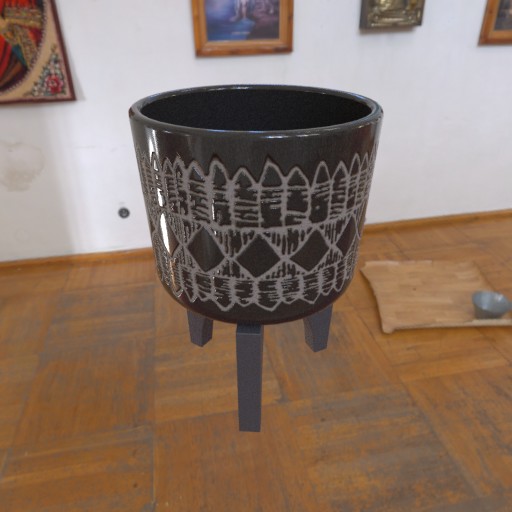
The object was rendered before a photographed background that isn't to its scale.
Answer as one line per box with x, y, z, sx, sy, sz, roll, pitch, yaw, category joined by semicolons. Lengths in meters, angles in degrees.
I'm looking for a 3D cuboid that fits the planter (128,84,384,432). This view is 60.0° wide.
0.000;0.000;0.533;0.251;0.355;0.251;18;34;29;planter
